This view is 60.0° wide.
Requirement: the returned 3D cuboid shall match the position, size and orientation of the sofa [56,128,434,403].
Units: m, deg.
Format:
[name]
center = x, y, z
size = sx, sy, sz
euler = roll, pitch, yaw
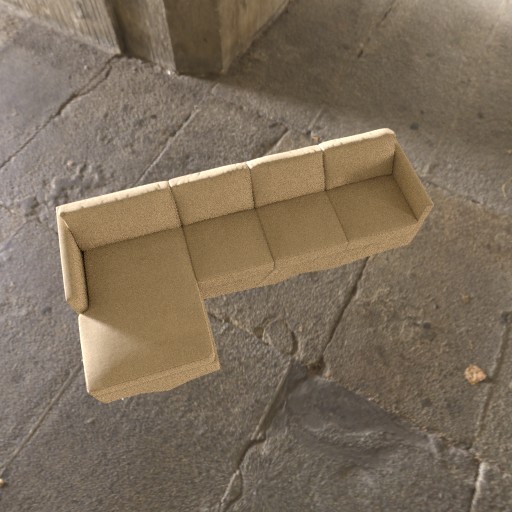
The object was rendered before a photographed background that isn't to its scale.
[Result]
[sofa]
center = 0.000, 0.000, 3.934
size = 3.205, 0.922, 1.650
euler = -15, 64, -8
